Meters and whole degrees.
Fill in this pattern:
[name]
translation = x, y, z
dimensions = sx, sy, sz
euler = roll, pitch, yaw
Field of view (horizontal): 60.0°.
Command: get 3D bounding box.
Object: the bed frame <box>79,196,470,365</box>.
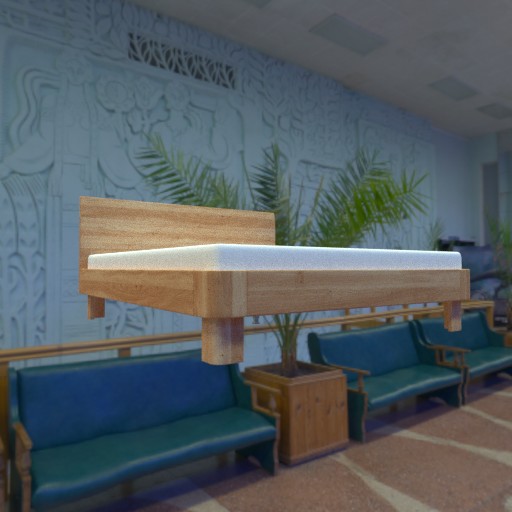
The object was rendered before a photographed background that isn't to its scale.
[bed frame]
translation = 0.000, 0.000, 3.091
dimensions = 1.872, 0.940, 2.092
euler = 1, -2, -35
